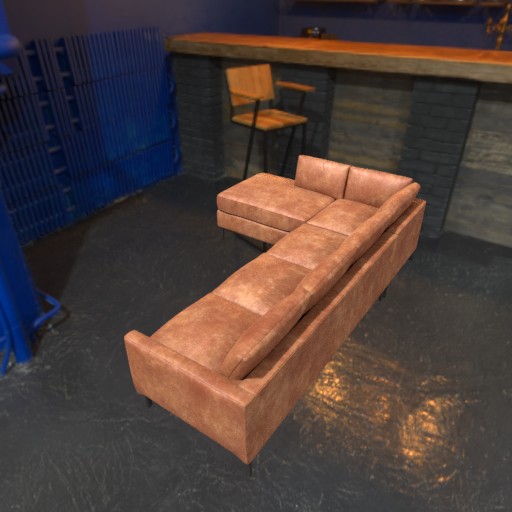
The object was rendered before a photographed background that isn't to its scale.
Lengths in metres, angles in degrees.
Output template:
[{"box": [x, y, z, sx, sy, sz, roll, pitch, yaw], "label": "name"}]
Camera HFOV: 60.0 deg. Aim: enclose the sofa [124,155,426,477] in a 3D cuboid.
[{"box": [0.000, 0.000, 3.765, 1.938, 0.877, 2.984, 20, 37, 29], "label": "sofa"}]
